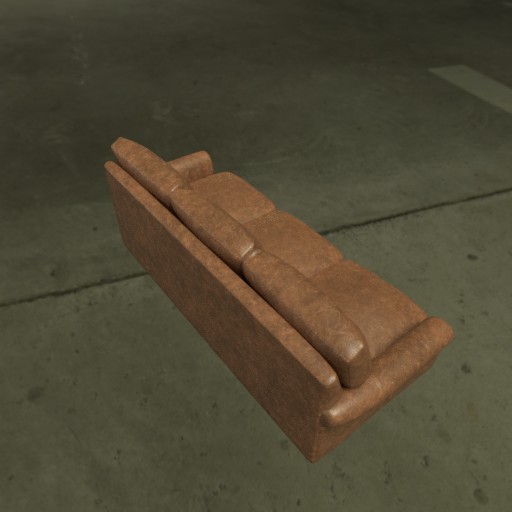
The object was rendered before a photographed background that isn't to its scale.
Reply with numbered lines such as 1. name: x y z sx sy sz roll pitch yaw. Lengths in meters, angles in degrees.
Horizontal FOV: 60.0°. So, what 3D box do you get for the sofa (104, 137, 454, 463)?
1. sofa: 0.000 0.000 2.790 0.973 0.977 2.351 -27 48 -27
